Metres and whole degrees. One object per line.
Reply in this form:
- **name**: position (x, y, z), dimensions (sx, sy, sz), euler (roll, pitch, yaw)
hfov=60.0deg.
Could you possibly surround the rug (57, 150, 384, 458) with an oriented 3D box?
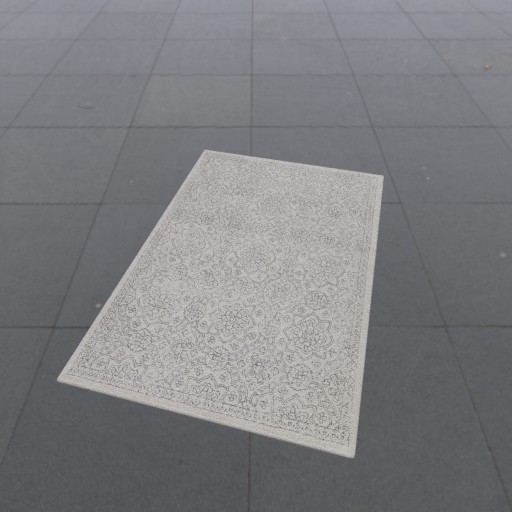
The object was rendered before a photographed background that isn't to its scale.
- **rug**: position (0.000, 0.000, 2.921), dimensions (1.524, 0.011, 2.286), euler (11, 46, 10)
